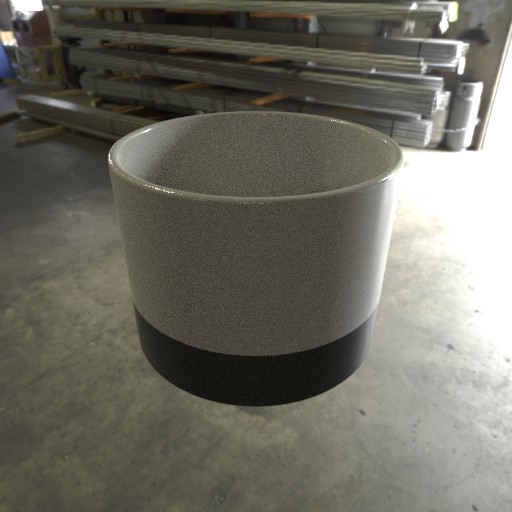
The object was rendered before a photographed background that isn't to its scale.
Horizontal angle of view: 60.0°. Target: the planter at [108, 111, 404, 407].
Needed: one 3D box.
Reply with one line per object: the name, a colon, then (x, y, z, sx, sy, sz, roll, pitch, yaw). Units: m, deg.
planter: (0.000, 0.000, 0.344, 0.193, 0.177, 0.193, 0, 31, 0)
